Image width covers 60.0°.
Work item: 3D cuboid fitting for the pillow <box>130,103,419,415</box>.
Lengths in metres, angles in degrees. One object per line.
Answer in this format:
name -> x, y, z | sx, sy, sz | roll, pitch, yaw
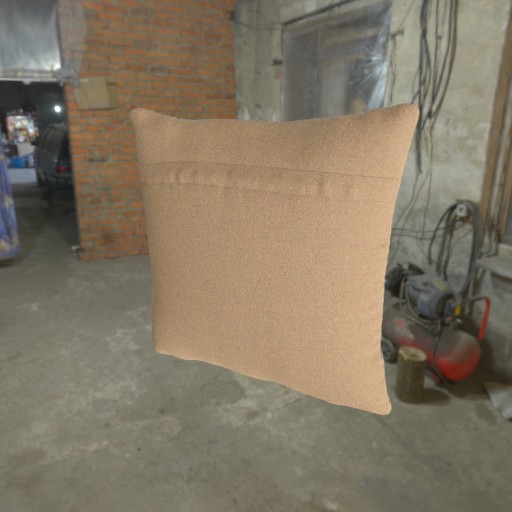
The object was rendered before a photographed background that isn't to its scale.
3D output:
pillow -> 0.000, 0.000, 0.713 | 0.459, 0.458, 0.181 | 8, 18, 26
